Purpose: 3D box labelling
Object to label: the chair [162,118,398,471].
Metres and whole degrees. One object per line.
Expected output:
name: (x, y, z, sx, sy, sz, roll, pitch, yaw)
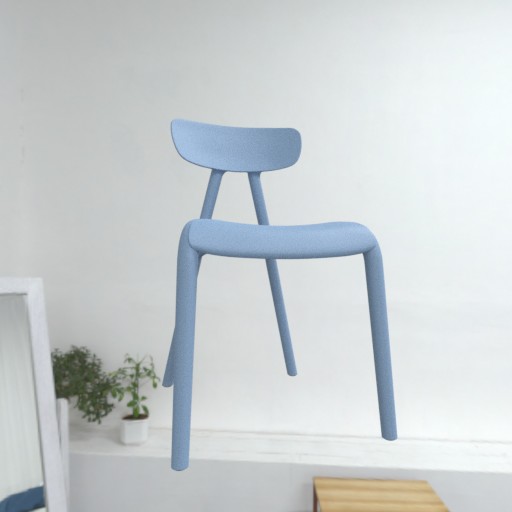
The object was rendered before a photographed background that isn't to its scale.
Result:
chair: (0.000, 0.000, 0.836, 0.356, 0.580, 0.401, 0, 1, -17)
